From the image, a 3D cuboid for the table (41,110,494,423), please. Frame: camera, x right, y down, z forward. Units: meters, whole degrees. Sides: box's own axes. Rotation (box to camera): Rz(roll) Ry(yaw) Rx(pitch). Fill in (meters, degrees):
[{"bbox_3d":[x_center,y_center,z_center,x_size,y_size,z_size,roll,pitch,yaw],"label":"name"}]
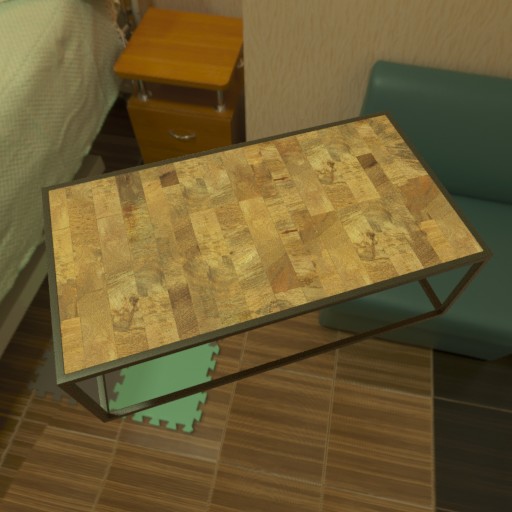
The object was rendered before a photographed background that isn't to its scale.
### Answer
[{"bbox_3d":[0.000,0.000,1.480,1.199,0.398,0.649,-15,58,-10],"label":"table"}]
